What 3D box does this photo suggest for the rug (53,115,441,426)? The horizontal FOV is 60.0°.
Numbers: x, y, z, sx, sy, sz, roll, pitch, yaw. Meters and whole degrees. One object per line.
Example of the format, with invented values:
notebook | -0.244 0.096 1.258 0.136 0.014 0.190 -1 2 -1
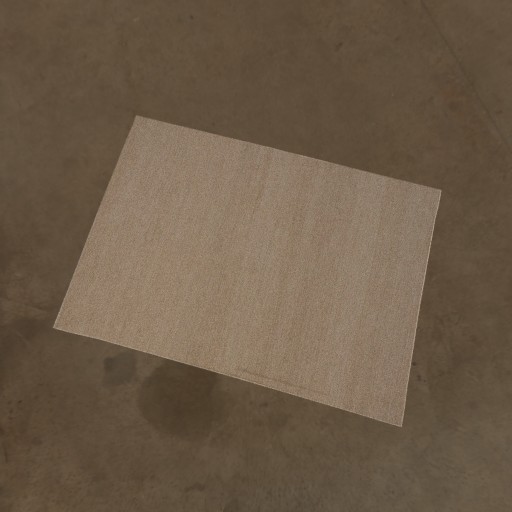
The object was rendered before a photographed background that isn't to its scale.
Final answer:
rug | 0.000 0.000 3.748 2.869 0.038 2.032 15 75 4
